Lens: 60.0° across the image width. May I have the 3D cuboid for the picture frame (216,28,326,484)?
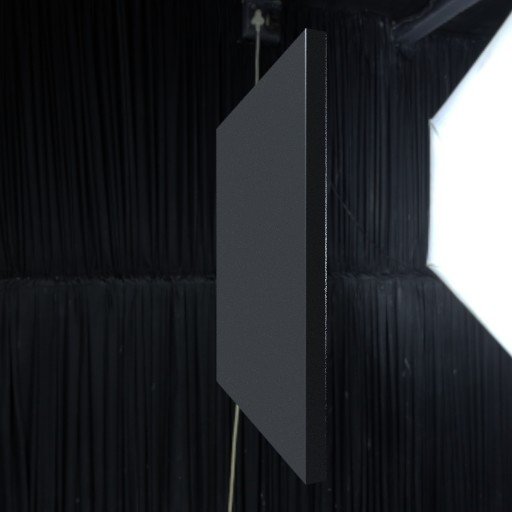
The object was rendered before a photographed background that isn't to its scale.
[{"bbox_3d":[0.000,0.000,0.763,0.028,0.556,0.460,0,0,-19],"label":"picture frame"}]
